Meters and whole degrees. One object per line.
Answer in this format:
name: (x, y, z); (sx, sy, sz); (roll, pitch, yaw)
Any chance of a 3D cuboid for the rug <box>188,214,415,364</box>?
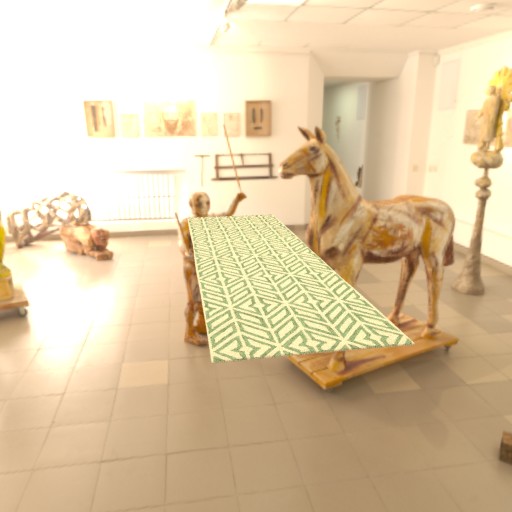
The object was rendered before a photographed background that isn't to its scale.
rug: (0.000, 0.000, 2.716); (0.750, 0.009, 2.435); (-3, 17, -10)
